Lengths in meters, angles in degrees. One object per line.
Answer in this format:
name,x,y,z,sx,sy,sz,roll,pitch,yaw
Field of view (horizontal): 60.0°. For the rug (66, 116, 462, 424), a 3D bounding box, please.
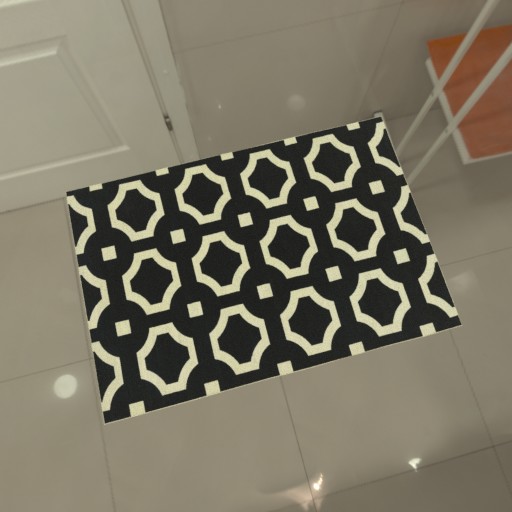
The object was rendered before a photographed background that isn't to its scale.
rug,0.000,0.000,2.916,2.286,0.016,1.555,-14,75,-4
